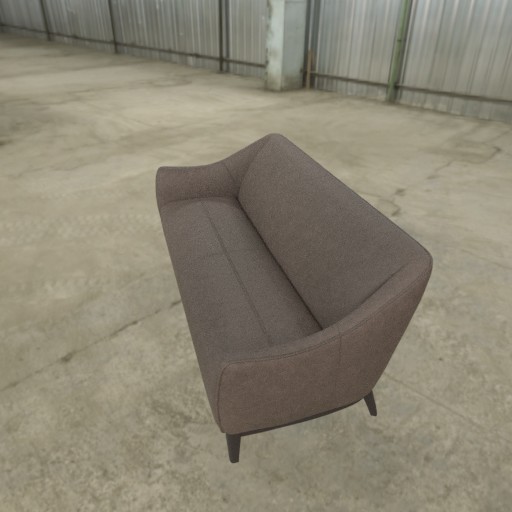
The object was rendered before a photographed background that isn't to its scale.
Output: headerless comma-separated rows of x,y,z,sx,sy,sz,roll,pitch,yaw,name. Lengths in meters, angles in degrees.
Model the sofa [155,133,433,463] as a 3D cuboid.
0.000,0.000,2.385,0.869,0.831,1.928,-9,32,-14,sofa
